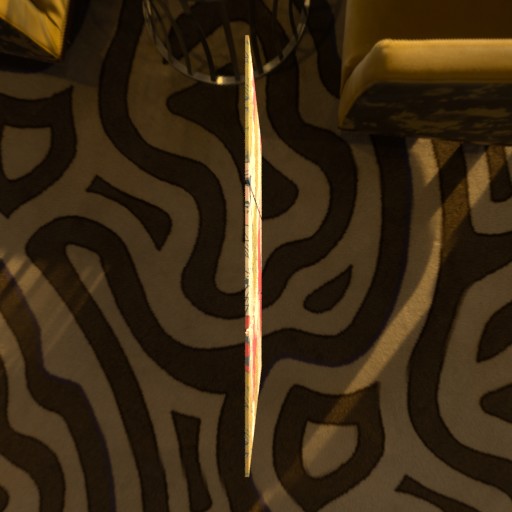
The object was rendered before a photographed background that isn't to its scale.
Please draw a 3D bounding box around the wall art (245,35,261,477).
[{"bbox_3d":[0.000,0.000,2.290,0.013,1.534,1.519,0,90,2],"label":"wall art"}]
